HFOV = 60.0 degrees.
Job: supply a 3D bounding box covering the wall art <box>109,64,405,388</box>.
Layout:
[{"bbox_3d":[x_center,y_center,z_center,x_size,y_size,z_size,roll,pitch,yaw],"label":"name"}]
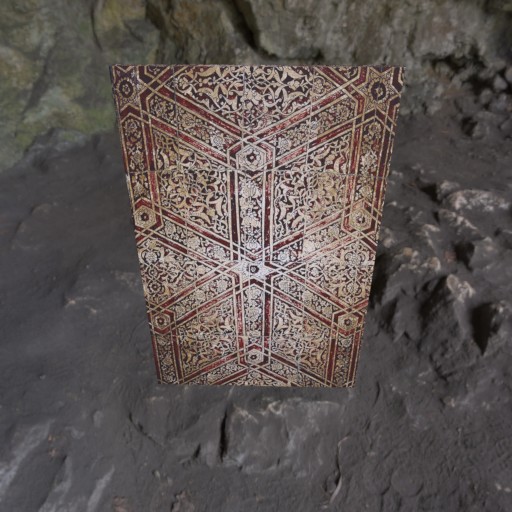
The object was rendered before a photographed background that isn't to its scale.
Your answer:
[{"bbox_3d":[0.000,0.000,0.753,0.397,0.599,0.020,1,31,1],"label":"wall art"}]
